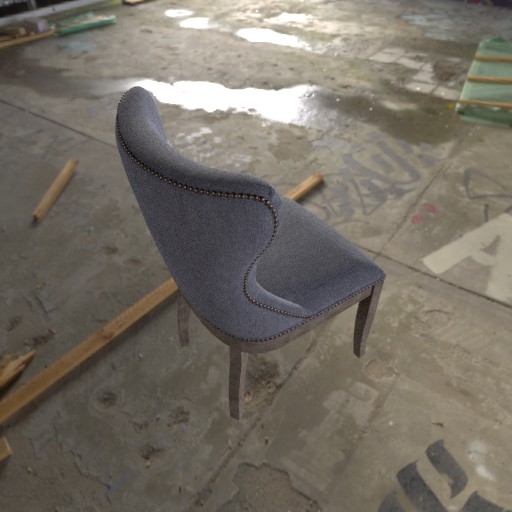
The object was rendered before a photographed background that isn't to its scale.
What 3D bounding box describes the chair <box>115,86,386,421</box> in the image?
[{"bbox_3d":[0.000,0.000,1.433,0.681,1.002,0.654,-25,48,-25],"label":"chair"}]
